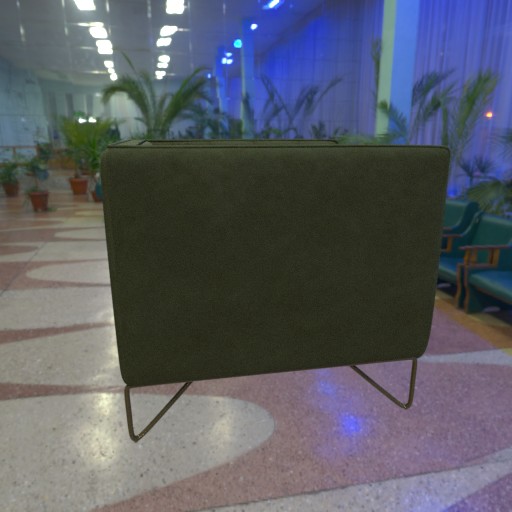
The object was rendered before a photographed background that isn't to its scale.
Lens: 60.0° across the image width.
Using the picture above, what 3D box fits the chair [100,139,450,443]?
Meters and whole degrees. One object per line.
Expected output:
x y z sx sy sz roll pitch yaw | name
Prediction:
0.000 0.000 1.561 0.894 0.790 0.880 -3 16 -11 | chair
